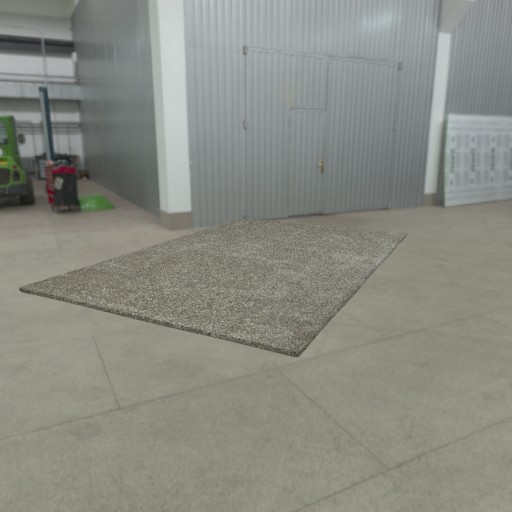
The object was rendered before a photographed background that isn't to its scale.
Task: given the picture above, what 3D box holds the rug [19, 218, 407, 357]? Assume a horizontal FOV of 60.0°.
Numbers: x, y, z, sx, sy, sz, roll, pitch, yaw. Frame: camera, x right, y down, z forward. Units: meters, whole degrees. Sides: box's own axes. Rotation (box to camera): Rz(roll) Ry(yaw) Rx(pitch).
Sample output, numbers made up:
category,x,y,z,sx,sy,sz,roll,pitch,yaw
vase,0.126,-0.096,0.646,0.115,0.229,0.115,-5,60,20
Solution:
category,x,y,z,sx,sy,sz,roll,pitch,yaw
rug,0.000,0.000,3.403,1.802,0.026,2.699,8,17,26
